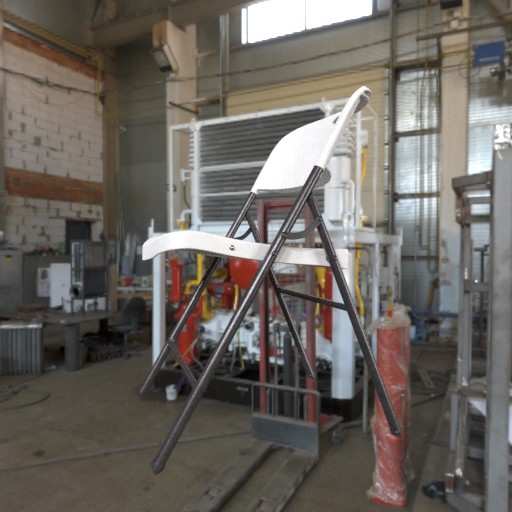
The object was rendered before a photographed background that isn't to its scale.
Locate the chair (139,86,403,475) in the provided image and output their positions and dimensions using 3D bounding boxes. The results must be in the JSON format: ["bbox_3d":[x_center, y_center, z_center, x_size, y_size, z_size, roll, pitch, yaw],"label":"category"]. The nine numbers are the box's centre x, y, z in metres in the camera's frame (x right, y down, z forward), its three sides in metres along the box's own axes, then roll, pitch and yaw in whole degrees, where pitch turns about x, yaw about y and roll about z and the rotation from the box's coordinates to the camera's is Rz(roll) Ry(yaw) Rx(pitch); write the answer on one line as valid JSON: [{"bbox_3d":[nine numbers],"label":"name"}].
[{"bbox_3d":[0.000,0.000,1.140,0.566,0.810,0.494,0,1,-18],"label":"chair"}]
